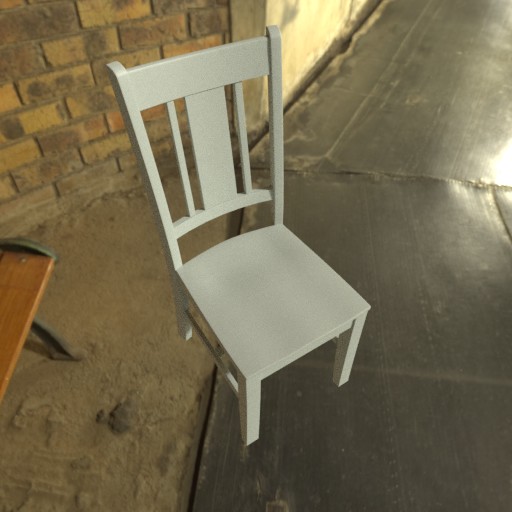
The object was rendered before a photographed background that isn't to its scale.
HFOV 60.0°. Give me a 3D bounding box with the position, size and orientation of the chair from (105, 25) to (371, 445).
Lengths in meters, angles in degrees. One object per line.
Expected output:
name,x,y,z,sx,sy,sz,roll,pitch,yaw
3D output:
chair,0.000,0.000,1.250,0.450,0.998,0.555,-25,51,-22
